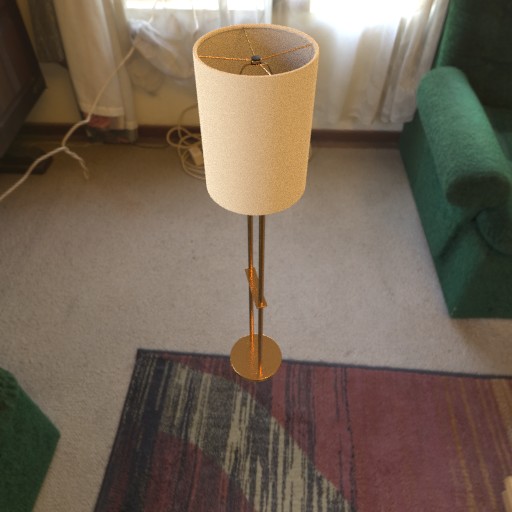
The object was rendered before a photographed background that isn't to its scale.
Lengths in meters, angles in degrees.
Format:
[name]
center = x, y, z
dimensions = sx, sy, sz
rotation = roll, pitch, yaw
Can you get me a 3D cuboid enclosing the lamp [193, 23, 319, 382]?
[lamp]
center = 0.000, 0.000, 1.628
dimensions = 0.305, 1.500, 0.306
rotation = -10, 49, -9
